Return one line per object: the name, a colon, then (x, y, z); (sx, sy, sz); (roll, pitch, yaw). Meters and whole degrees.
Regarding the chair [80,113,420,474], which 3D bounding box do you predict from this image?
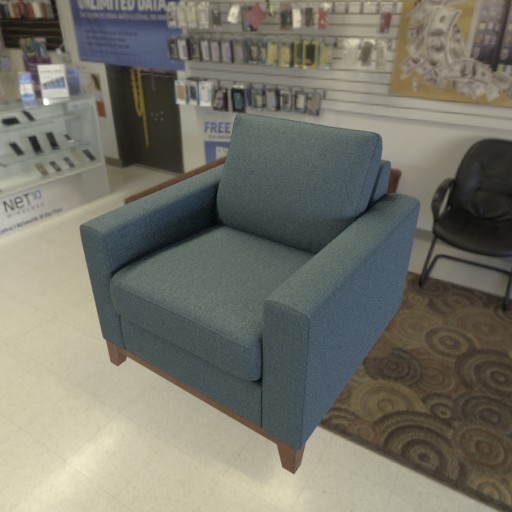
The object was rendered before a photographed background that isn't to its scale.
chair: (0.000, 0.000, 1.886); (1.024, 1.010, 1.038); (19, 35, 30)
